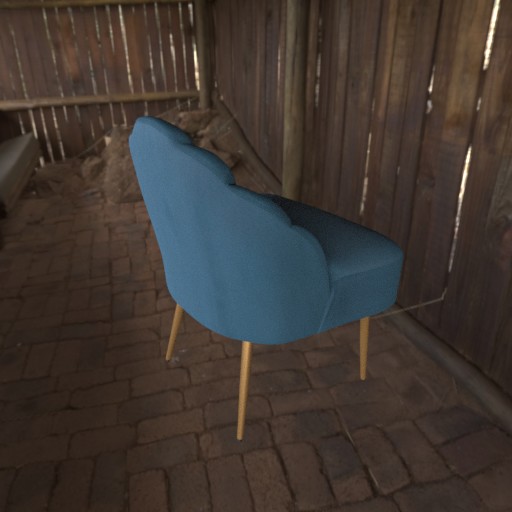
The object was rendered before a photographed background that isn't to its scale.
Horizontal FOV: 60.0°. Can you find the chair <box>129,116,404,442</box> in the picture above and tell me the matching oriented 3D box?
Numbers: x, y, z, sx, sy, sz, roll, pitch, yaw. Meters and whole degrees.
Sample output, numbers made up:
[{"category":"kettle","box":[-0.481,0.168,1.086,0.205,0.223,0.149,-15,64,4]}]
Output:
[{"category":"chair","box":[0.000,0.000,1.279,0.599,0.819,0.657,-18,30,-33]}]
